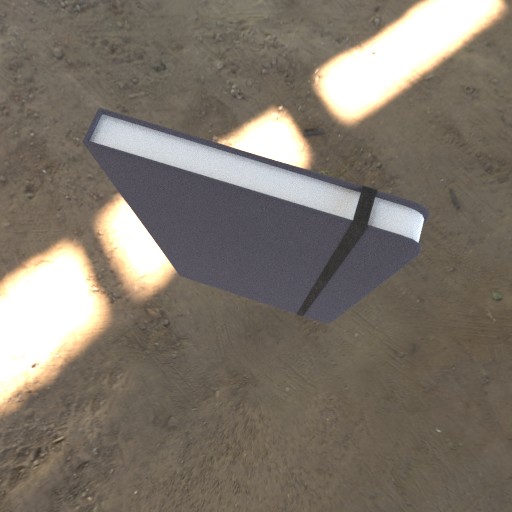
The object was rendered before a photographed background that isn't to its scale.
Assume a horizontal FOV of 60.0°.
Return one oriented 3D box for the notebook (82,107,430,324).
[{"bbox_3d":[0.000,0.000,0.258,0.127,0.213,0.016,18,75,5],"label":"notebook"}]
